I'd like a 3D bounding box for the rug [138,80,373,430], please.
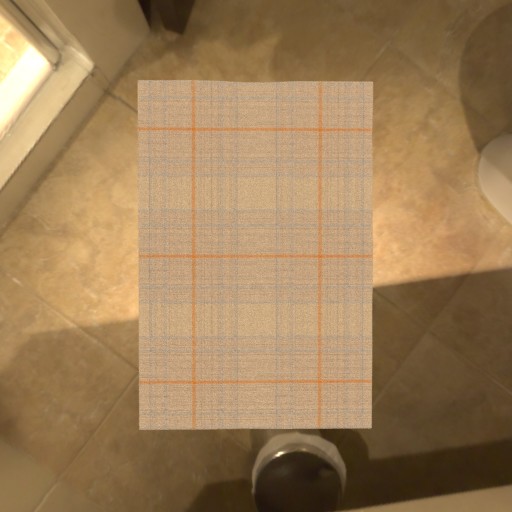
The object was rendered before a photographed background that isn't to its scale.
[{"bbox_3d":[0.000,0.000,2.322,1.232,0.015,1.825,0,91,-1],"label":"rug"}]
